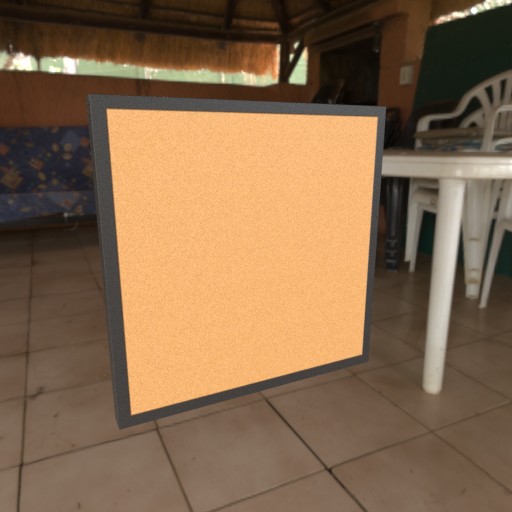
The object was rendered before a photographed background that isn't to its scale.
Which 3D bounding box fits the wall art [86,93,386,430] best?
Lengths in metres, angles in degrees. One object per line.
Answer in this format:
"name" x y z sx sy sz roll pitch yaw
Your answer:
"wall art" 0.000 0.000 0.768 0.506 0.506 0.037 -7 16 -26
